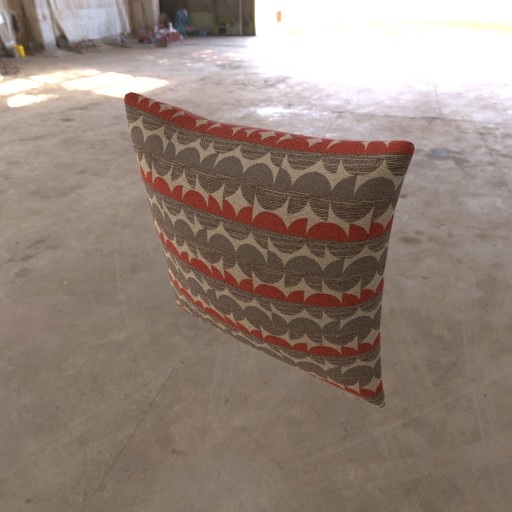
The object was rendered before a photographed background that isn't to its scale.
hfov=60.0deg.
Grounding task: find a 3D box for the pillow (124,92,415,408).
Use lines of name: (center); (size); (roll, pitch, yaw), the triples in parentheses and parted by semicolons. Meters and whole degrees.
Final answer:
pillow: (0.000, 0.000, 0.633); (0.420, 0.410, 0.180); (21, 37, 31)
